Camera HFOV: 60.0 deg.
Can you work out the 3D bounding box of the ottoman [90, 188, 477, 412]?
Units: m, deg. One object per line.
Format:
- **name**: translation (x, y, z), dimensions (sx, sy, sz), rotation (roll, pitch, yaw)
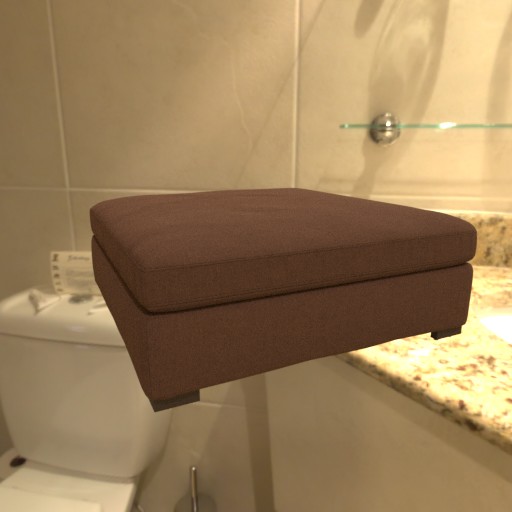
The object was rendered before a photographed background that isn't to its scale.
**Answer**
- **ottoman**: translation (0.000, 0.000, 1.820), dimensions (1.181, 0.470, 1.181), rotation (-7, 16, -25)
